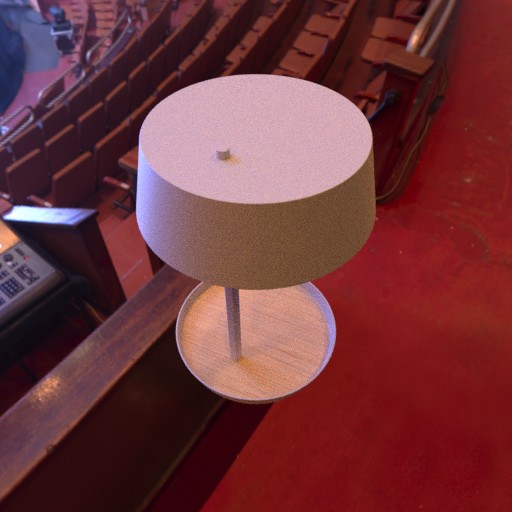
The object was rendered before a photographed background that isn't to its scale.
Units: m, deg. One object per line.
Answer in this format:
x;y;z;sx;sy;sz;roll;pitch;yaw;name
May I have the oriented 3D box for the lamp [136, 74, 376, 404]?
0.000;0.000;0.628;0.291;0.429;0.291;0;48;0;lamp
